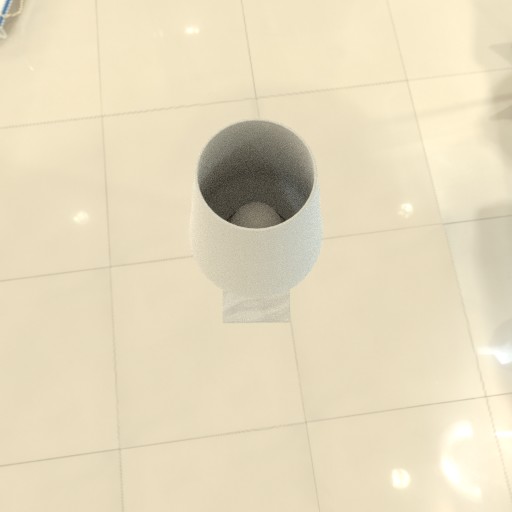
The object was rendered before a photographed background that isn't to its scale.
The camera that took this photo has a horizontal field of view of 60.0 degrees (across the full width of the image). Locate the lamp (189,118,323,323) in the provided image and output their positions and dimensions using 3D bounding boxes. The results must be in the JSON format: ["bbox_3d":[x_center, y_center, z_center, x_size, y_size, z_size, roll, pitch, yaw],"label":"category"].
[{"bbox_3d":[0.000,0.000,0.728,0.181,0.639,0.181,-1,76,0],"label":"lamp"}]
